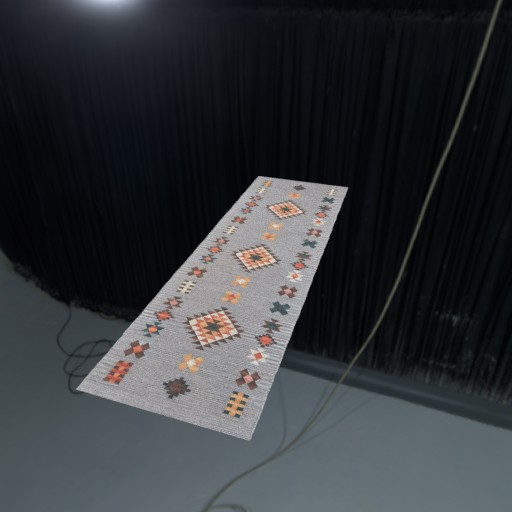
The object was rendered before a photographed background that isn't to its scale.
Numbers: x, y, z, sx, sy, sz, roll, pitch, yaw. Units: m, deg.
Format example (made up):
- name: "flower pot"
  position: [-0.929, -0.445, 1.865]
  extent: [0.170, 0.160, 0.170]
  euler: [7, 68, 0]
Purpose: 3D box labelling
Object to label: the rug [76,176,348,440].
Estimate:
- name: "rug"
  position: [0.000, 0.000, 2.709]
  extent: [0.766, 0.008, 2.432]
  euler: [10, 34, 15]
